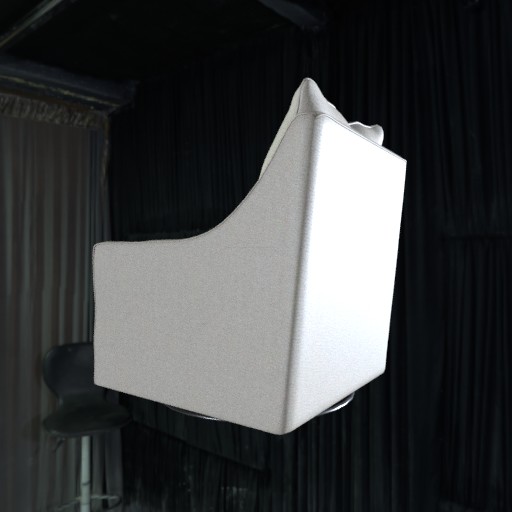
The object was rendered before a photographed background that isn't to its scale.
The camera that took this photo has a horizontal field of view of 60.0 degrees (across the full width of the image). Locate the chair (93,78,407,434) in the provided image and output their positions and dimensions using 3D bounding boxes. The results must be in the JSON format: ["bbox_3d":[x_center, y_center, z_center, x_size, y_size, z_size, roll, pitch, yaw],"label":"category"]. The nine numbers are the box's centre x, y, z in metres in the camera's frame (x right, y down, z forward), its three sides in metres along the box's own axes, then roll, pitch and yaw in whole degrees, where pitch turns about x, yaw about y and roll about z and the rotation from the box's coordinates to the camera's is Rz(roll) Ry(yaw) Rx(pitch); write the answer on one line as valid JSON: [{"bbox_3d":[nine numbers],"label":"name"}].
[{"bbox_3d":[0.000,0.000,1.596,0.876,0.942,0.760,0,0,35],"label":"chair"}]
